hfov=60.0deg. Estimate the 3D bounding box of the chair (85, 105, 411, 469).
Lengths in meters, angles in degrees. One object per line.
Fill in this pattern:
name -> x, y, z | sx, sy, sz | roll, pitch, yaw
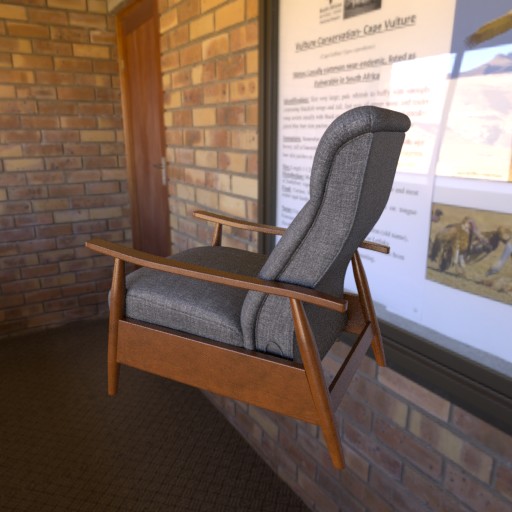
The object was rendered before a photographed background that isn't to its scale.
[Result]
chair -> 0.000, 0.000, 1.750 | 1.030, 1.082, 0.762 | 7, 17, 25
